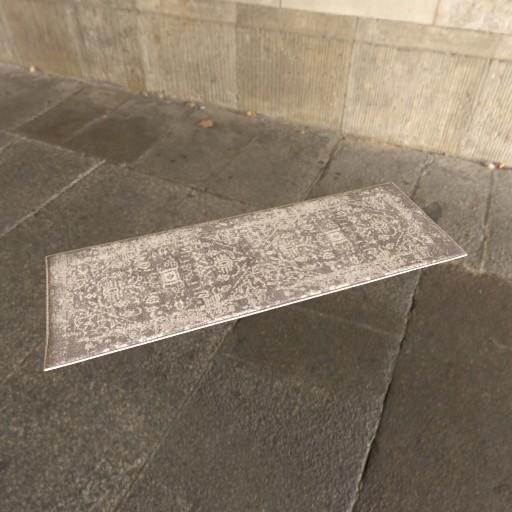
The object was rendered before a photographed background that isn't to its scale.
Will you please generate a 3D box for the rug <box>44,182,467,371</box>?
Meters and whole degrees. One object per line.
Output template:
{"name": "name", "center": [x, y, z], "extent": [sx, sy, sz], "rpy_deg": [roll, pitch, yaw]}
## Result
{"name": "rug", "center": [0.000, 0.000, 2.710], "extent": [2.452, 0.017, 0.855], "rpy_deg": [-14, 45, -14]}
